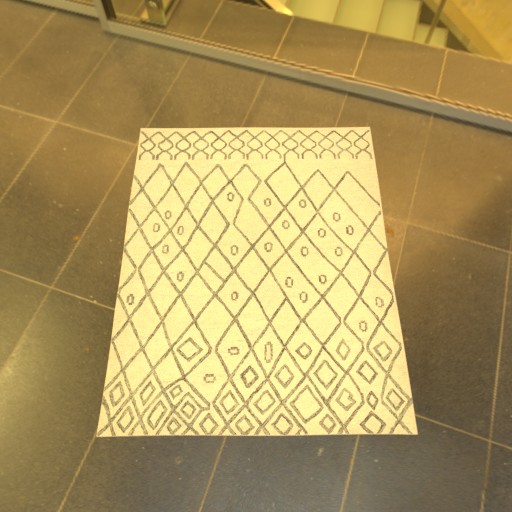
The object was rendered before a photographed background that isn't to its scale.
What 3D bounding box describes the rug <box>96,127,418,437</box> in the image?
[{"bbox_3d":[0.000,0.000,4.037,2.446,0.015,3.046,0,64,0],"label":"rug"}]
